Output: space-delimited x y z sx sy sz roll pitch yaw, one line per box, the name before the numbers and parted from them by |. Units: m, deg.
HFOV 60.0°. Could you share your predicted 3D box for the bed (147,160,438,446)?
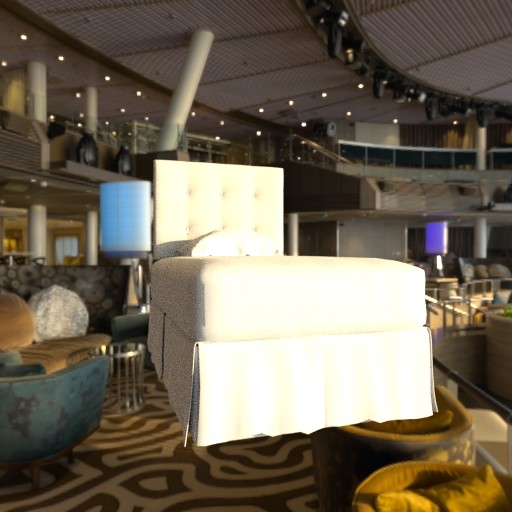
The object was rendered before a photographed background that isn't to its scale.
bed | 0.000 0.000 2.906 1.261 1.571 1.997 0 0 -19
